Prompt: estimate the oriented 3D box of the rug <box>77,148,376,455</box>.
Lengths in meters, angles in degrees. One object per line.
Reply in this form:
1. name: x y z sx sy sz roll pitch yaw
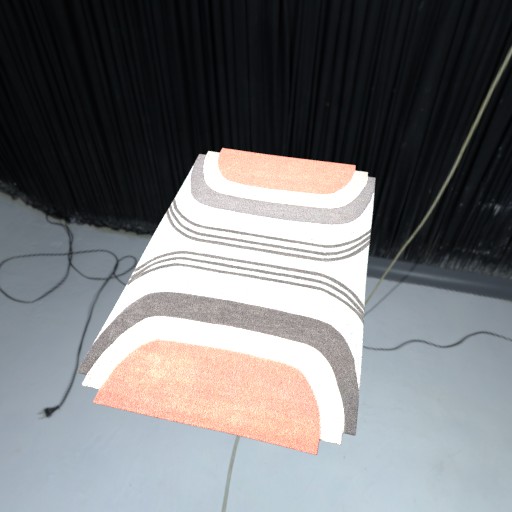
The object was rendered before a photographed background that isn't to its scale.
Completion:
1. rug: 0.000 0.000 3.050 1.530 0.017 2.446 10 47 9
